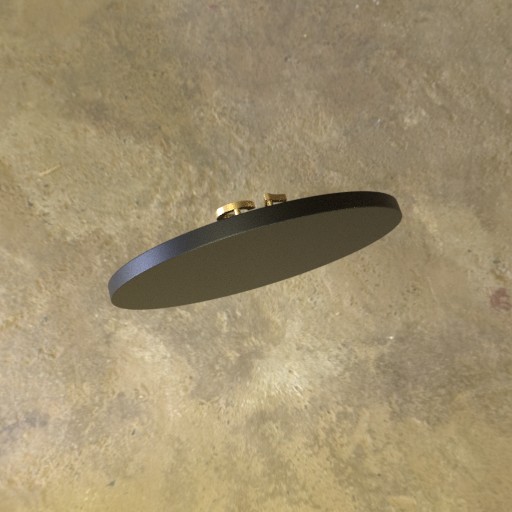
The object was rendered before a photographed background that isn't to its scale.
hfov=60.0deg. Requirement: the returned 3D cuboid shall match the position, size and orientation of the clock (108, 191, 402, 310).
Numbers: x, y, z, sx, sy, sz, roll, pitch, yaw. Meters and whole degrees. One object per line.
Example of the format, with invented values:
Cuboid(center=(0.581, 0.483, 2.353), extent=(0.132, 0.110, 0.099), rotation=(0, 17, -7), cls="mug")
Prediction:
Cuboid(center=(0.000, 0.000, 0.702), extent=(0.454, 0.454, 0.038), rotation=(-16, 78, -3), cls="clock")
